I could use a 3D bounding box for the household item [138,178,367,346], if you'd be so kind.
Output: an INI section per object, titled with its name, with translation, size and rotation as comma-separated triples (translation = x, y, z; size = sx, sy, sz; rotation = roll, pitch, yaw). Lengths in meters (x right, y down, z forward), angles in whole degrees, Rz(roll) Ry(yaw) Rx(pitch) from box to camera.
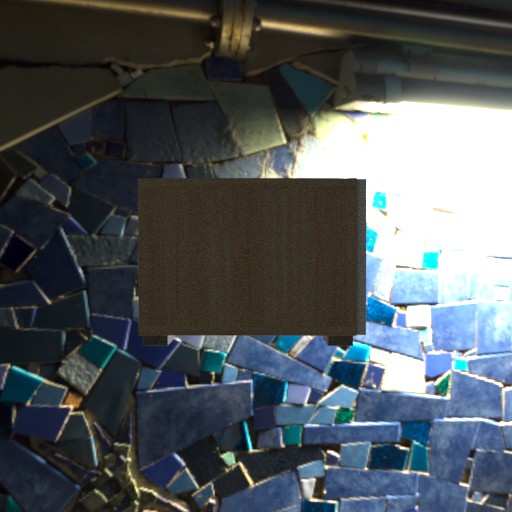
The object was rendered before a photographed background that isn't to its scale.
[household item]
translation = 0.000, 0.000, 1.515
size = 0.420, 0.310, 1.400
rotation = 0, 1, 1
